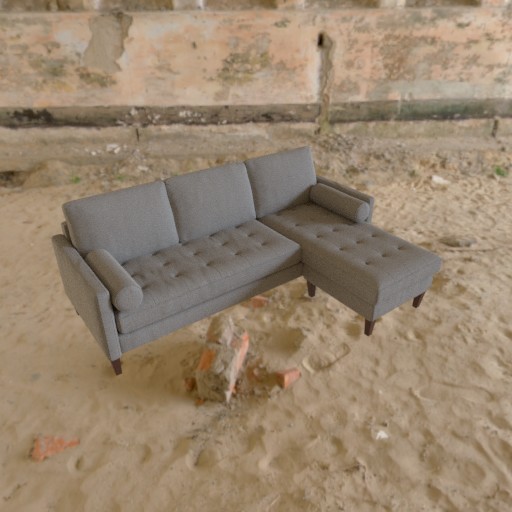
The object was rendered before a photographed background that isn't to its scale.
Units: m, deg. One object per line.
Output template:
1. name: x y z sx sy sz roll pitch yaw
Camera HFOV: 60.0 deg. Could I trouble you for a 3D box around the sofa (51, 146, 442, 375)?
1. sofa: 0.000 0.000 2.958 2.178 0.875 1.506 -21 36 -31
